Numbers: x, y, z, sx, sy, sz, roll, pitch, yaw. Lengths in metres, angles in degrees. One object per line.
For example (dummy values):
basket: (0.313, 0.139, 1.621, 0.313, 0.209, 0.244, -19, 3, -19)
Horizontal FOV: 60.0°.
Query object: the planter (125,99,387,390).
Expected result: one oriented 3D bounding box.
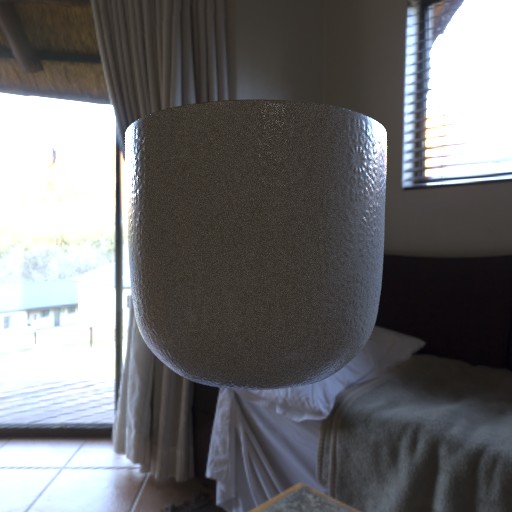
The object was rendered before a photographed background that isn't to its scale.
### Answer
planter: (0.000, 0.000, 0.369, 0.208, 0.190, 0.208, 0, 0, 0)
